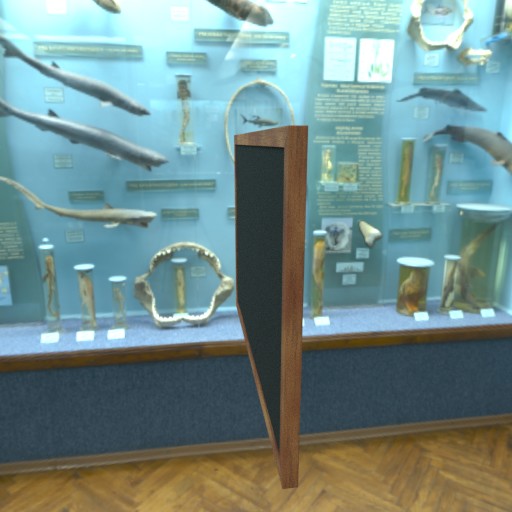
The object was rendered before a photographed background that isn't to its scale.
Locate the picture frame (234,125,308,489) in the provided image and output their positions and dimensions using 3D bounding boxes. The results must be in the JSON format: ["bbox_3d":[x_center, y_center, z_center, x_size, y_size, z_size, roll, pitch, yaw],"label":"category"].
[{"bbox_3d":[0.000,0.000,1.190,0.029,0.640,0.950,-2,15,-7],"label":"picture frame"}]
